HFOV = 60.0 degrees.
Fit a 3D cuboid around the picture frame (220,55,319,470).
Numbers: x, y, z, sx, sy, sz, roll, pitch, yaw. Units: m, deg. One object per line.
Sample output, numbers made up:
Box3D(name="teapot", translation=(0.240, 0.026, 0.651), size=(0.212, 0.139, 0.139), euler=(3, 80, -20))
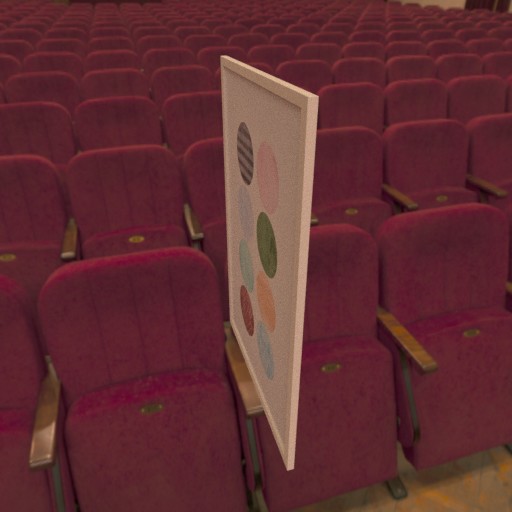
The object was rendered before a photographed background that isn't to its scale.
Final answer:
Box3D(name="picture frame", translation=(0.000, 0.000, 0.845), size=(0.013, 0.657, 0.457), euler=(-8, 31, -14))
